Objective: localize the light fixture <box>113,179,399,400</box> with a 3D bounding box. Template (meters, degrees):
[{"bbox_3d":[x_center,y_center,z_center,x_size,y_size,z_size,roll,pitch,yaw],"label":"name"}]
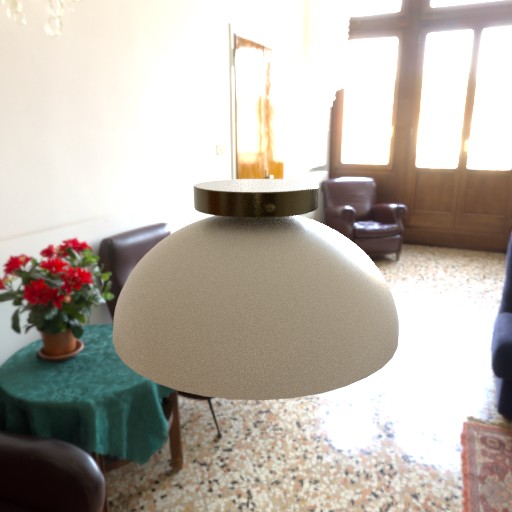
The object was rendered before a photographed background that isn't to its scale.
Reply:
[{"bbox_3d":[0.000,0.000,0.552,0.355,0.177,0.355,0,15,0],"label":"light fixture"}]
